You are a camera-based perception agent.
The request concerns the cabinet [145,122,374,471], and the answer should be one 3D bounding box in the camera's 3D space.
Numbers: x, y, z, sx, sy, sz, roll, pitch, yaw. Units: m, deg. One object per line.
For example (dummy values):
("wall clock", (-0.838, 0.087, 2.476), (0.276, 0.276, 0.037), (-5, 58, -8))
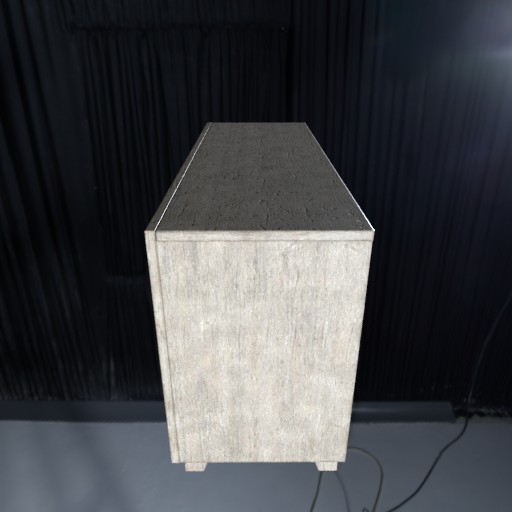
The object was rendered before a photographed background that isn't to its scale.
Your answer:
("cabinet", (0.000, 0.000, 1.806), (0.511, 0.825, 1.460), (0, 26, 0))
